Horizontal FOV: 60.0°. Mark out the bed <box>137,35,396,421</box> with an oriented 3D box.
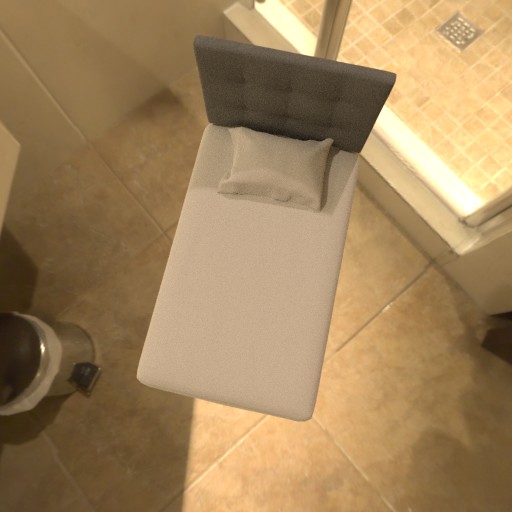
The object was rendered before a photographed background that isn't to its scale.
[{"bbox_3d":[0.000,0.000,2.962,1.261,1.571,1.997,12,77,3],"label":"bed"}]
